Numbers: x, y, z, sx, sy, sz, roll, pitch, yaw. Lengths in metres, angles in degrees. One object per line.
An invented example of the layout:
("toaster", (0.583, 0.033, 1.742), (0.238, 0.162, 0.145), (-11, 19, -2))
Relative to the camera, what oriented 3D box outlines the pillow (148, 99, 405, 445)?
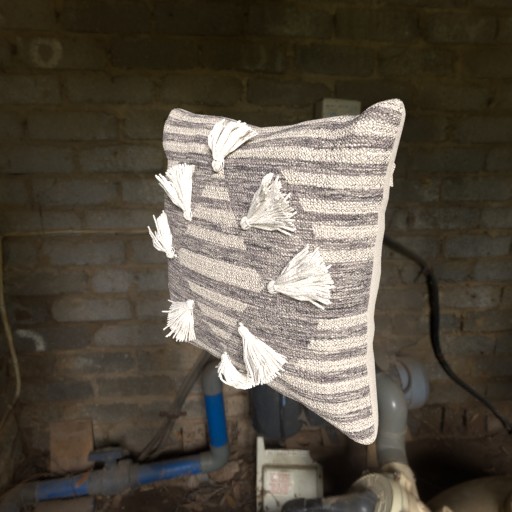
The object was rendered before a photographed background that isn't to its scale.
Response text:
("pillow", (0.000, 0.000, 0.751), (0.234, 0.490, 0.484), (-15, 22, -42))
